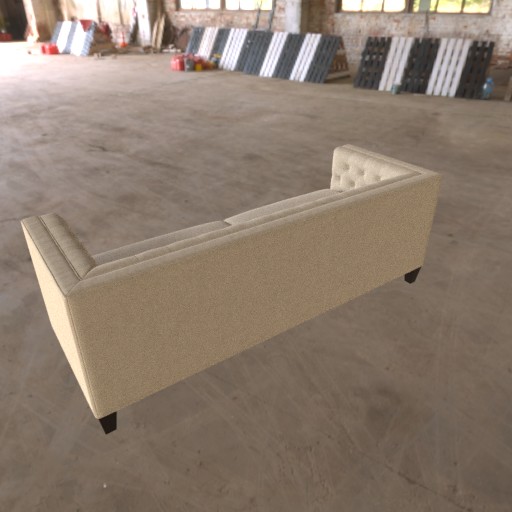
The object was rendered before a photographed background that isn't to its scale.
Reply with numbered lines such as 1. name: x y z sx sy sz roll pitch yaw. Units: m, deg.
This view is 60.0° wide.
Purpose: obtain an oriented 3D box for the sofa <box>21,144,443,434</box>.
1. sofa: 0.000 0.000 2.525 2.159 0.762 0.775 -19 36 -30
